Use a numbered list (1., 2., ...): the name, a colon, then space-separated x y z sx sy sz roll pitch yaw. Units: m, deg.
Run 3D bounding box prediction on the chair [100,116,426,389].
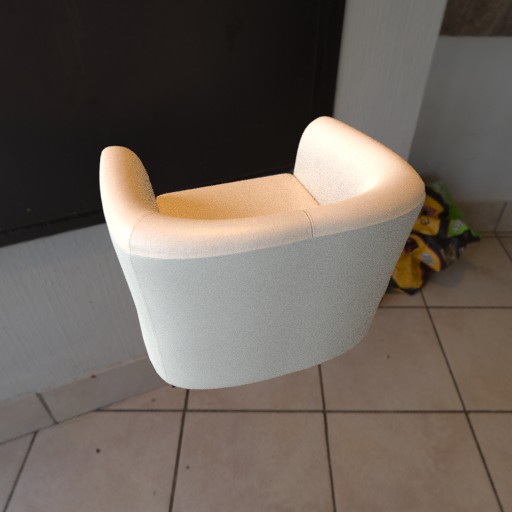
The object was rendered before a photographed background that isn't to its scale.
1. chair: 0.000 0.000 1.351 0.792 0.756 0.727 -12 42 -13
